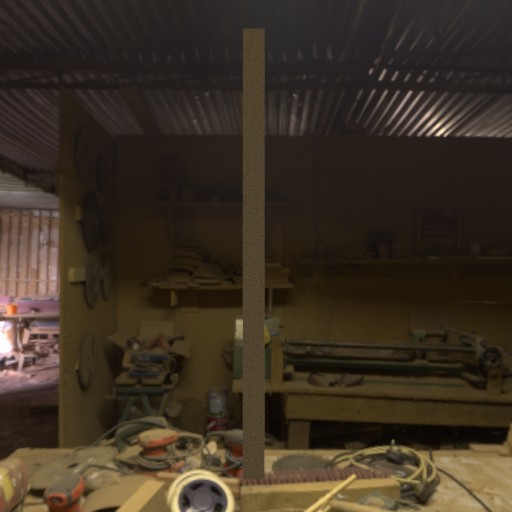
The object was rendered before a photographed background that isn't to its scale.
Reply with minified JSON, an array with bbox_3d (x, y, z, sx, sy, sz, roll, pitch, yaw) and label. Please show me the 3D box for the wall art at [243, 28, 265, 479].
[{"bbox_3d":[0.000,0.000,1.127,0.036,0.760,0.760,0,-1,1],"label":"wall art"}]
